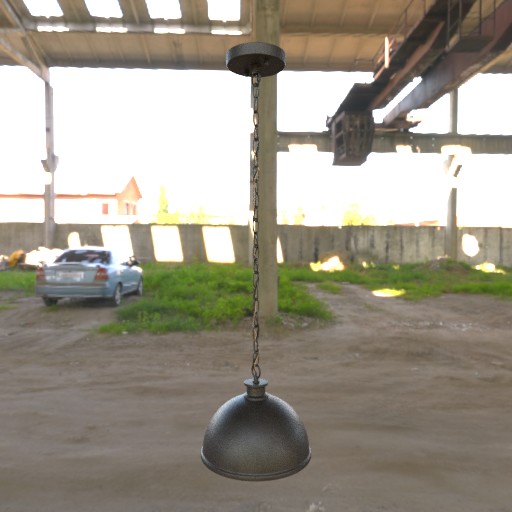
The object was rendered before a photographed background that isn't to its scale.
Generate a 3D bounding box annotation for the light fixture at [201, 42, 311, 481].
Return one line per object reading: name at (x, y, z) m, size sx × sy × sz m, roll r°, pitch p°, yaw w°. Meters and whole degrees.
light fixture at (0.000, 0.000, 1.216) m, size 0.304 × 1.090 × 0.304 m, roll -1°, pitch 2°, yaw -35°
